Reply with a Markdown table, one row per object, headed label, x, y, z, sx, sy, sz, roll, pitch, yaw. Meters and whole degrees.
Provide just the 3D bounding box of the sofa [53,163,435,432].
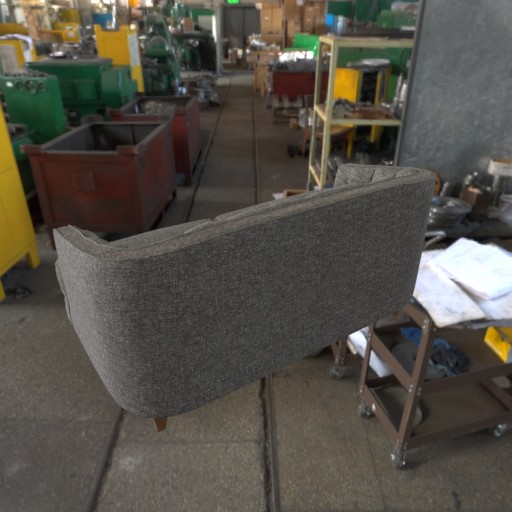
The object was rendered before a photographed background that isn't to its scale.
| label | x | y | z | sx | sy | sz | roll | pitch | yaw |
| --- | --- | --- | --- | --- | --- | --- | --- | --- | --- |
| sofa | 0.000 | 0.000 | 2.214 | 1.733 | 0.855 | 0.941 | -18 | 33 | -30 |
